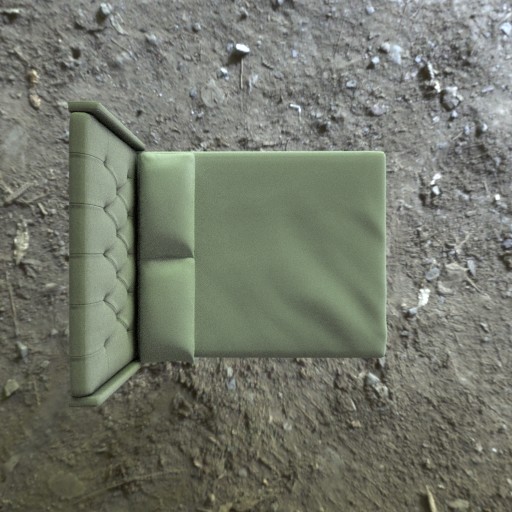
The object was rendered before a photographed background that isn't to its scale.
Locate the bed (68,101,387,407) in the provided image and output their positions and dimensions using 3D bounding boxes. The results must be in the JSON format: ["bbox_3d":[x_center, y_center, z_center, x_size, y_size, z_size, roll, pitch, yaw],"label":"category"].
[{"bbox_3d":[0.000,0.000,3.245,2.066,1.665,1.719,0,90,1],"label":"bed"}]
